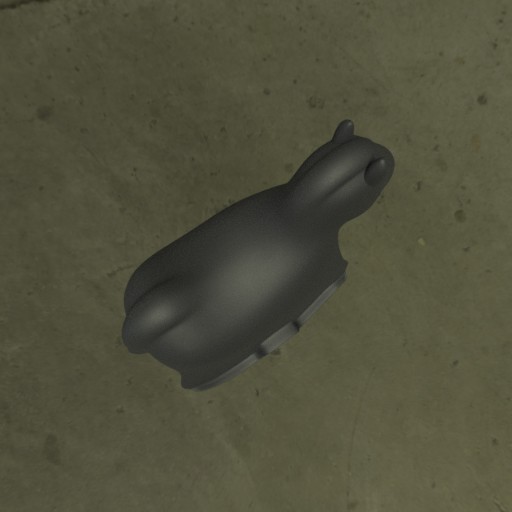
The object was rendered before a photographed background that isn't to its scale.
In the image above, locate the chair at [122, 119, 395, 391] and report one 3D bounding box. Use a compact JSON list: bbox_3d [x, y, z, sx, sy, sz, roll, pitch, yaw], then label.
[{"bbox_3d":[0.000,0.000,1.127,0.800,0.612,0.429,-35,78,-8],"label":"chair"}]
